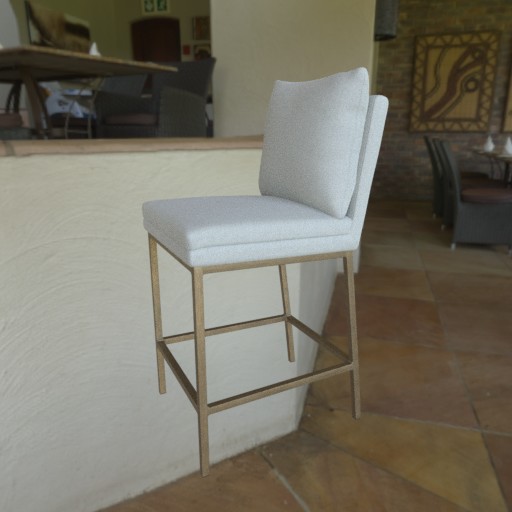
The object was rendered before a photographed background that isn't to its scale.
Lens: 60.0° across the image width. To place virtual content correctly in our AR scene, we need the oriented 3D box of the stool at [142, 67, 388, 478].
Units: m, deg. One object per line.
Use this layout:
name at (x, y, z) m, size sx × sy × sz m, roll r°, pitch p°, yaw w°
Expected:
stool at (0.000, 0.000, 1.329) m, size 0.572 × 1.032 × 0.463 m, roll -8°, pitch 18°, yaw -26°
